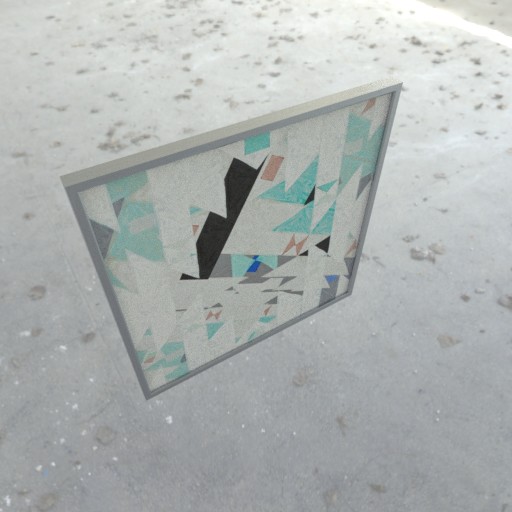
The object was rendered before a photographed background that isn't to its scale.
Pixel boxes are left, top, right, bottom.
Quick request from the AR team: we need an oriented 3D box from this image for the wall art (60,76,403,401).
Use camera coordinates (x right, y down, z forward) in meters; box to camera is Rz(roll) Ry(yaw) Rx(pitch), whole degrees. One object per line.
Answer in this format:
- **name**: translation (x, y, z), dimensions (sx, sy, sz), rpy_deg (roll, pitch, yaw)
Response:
- **wall art**: translation (0.000, 0.000, 1.224), dimensions (0.806, 0.806, 0.038), rpy_deg (-23, 50, -21)
